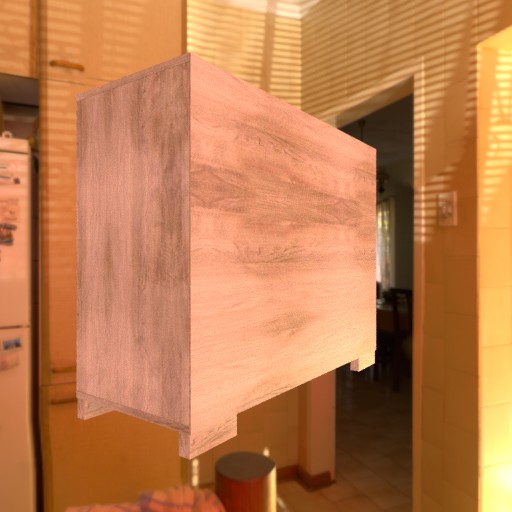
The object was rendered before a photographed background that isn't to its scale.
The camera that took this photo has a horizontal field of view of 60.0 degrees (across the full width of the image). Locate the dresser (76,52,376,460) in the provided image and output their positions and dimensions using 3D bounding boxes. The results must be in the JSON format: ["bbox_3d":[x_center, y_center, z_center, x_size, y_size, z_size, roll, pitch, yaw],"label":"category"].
[{"bbox_3d":[0.000,0.000,1.403,0.404,0.816,0.994,0,0,36],"label":"dresser"}]
